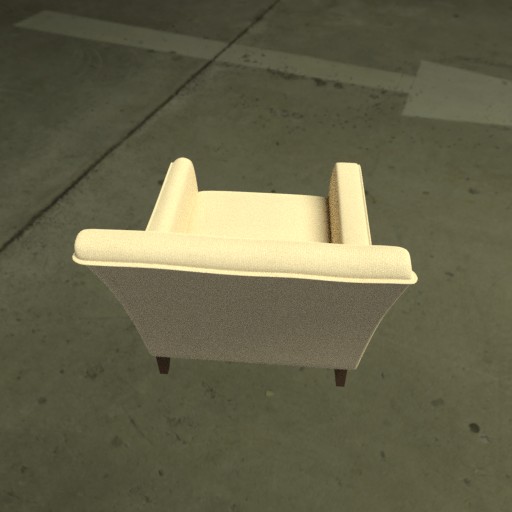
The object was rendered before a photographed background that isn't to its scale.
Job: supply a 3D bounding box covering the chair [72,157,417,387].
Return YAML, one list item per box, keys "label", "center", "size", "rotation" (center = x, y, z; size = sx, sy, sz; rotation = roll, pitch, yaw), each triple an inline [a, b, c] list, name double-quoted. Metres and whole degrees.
- label: "chair"
  center: [0.000, 0.000, 1.584]
  size: [0.780, 0.919, 0.899]
  rotation: [3, 47, 3]
